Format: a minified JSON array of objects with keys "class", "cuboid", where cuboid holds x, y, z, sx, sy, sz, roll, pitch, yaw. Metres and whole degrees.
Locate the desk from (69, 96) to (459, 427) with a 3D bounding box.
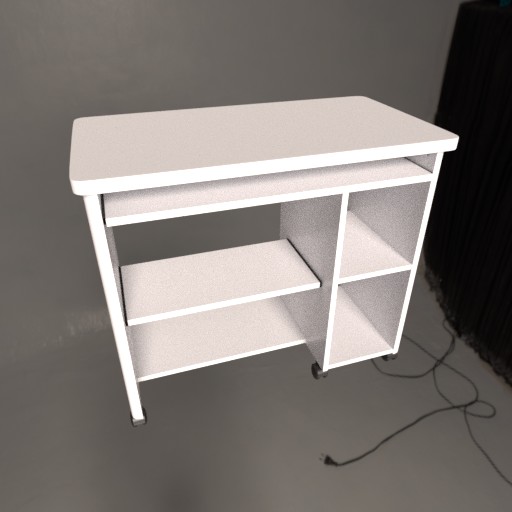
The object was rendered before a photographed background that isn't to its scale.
[{"class":"desk","cuboid":[0.000,0.000,1.316,0.877,0.763,0.475,-10,33,-15]}]
